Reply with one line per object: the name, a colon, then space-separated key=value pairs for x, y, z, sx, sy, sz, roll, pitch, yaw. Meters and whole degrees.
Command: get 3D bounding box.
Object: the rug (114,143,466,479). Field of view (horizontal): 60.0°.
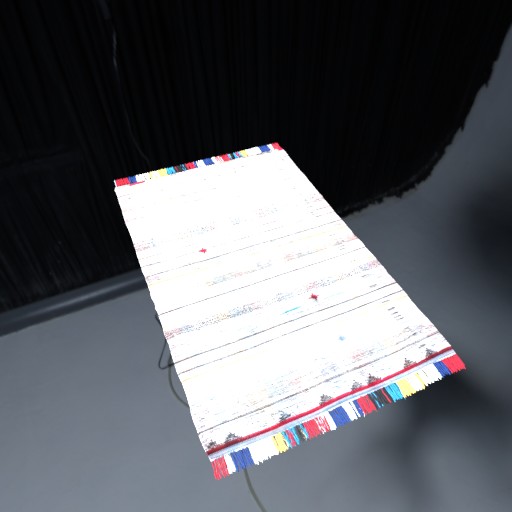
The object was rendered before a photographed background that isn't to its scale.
rug: x=0.000 y=0.000 z=2.961 sx=1.465 sy=0.012 sz=2.465 roll=-17 pitch=48 yaw=-16
